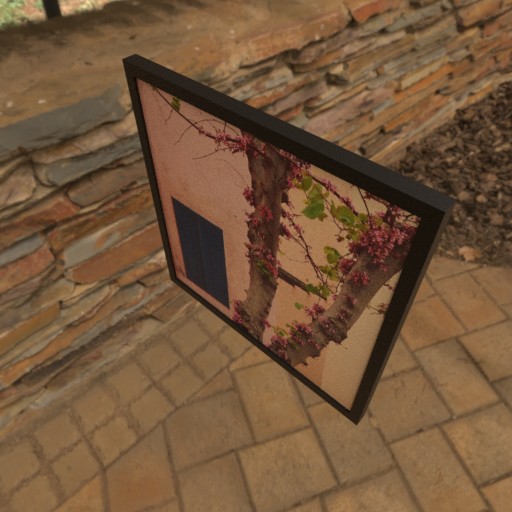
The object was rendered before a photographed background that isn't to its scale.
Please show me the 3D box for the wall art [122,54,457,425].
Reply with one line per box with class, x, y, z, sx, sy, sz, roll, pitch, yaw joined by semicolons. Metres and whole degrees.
wall art;0.000;0.000;1.095;0.762;0.762;0.038;33;55;27
